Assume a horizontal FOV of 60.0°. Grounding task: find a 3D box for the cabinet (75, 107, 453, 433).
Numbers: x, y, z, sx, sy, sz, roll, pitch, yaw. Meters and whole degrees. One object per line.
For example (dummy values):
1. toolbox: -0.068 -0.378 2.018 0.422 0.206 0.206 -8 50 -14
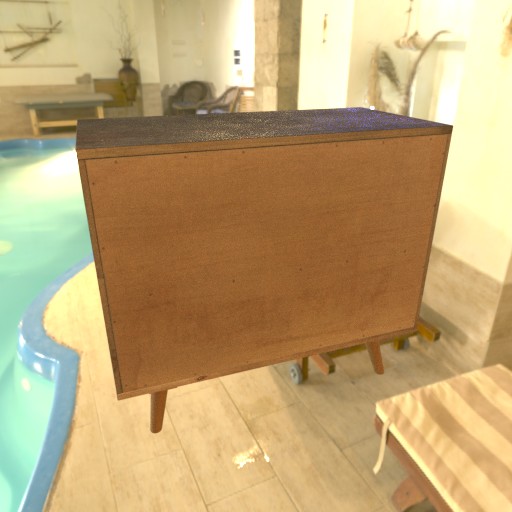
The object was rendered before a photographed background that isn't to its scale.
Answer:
1. cabinet: 0.000 0.000 1.532 1.023 0.897 0.529 -9 26 -18
